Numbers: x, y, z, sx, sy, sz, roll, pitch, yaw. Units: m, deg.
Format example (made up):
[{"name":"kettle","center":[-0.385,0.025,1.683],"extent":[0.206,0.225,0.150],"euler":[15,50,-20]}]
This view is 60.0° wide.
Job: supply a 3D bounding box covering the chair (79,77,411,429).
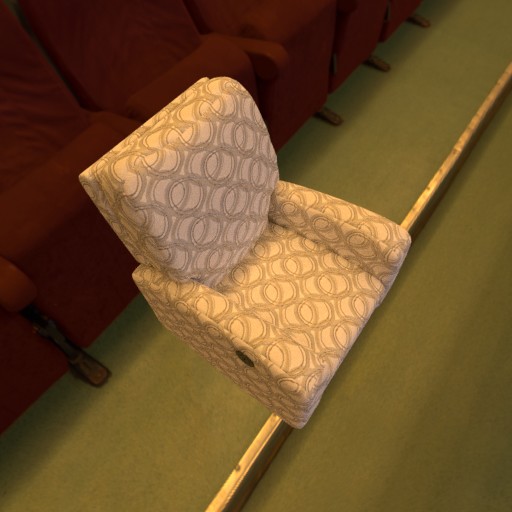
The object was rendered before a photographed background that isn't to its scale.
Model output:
[{"name":"chair","center":[0.000,0.000,1.793],"extent":[0.995,1.065,0.796],"euler":[31,62,19]}]
